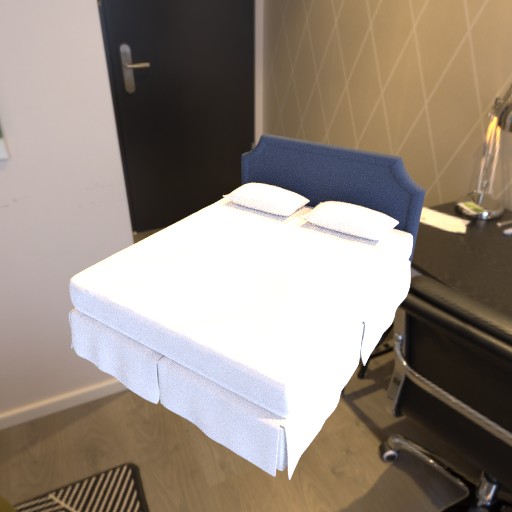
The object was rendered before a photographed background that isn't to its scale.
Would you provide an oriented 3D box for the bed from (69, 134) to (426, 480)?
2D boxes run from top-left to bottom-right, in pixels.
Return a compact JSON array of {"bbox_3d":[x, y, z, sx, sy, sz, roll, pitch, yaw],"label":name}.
[{"bbox_3d":[0.000,0.000,4.140,2.350,1.488,2.773,18,34,29],"label":"bed"}]
